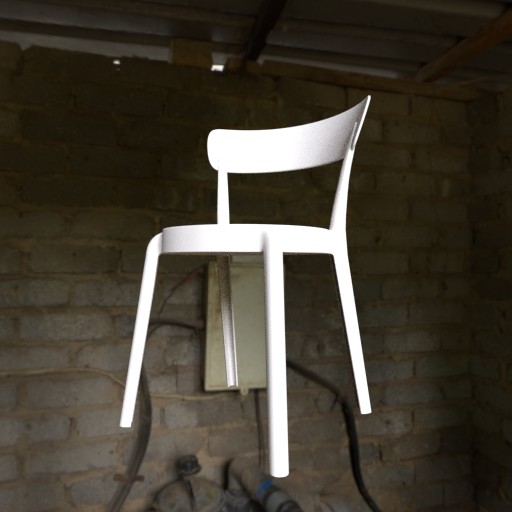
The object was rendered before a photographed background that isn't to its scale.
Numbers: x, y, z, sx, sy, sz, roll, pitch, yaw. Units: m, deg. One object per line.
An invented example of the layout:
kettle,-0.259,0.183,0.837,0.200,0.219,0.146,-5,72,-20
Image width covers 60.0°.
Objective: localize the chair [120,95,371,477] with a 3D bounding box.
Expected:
chair,0.000,0.000,1.109,0.506,0.790,0.491,-1,-1,35
